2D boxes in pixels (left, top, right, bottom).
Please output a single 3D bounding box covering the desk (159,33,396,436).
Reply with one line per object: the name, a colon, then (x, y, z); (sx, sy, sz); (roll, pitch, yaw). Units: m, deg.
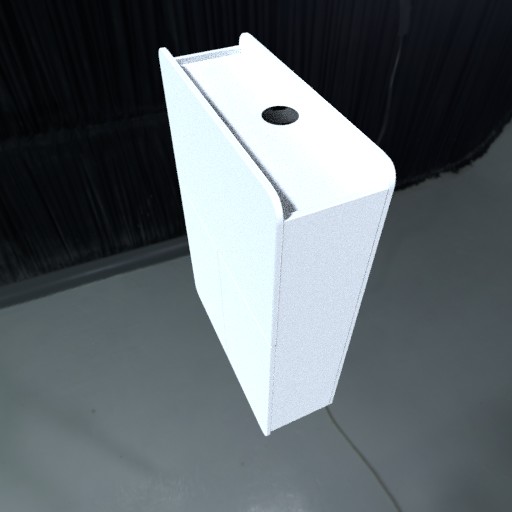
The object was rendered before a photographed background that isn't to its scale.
desk: (0.000, 0.000, 1.534); (0.278, 1.190, 0.795); (-19, 50, -16)
